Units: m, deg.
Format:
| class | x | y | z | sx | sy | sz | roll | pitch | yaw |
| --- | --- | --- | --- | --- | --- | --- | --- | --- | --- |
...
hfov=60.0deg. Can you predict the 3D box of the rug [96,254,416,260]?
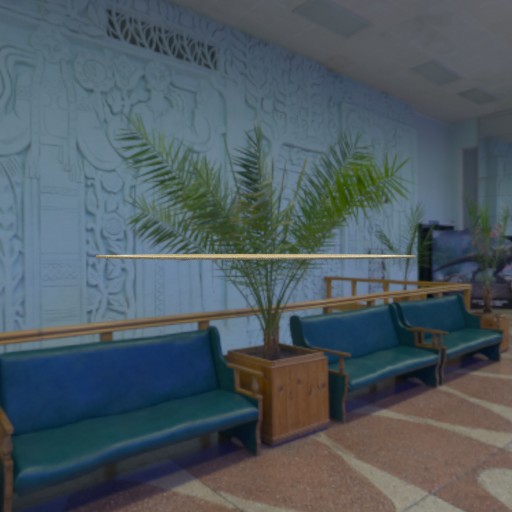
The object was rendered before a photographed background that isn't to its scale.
| class | x | y | z | sx | sy | sz | roll | pitch | yaw |
| --- | --- | --- | --- | --- | --- | --- | --- | --- | --- |
| rug | 0.000 | 0.000 | 3.598 | 2.444 | 0.015 | 2.444 | 0 | 1 | 0 |
